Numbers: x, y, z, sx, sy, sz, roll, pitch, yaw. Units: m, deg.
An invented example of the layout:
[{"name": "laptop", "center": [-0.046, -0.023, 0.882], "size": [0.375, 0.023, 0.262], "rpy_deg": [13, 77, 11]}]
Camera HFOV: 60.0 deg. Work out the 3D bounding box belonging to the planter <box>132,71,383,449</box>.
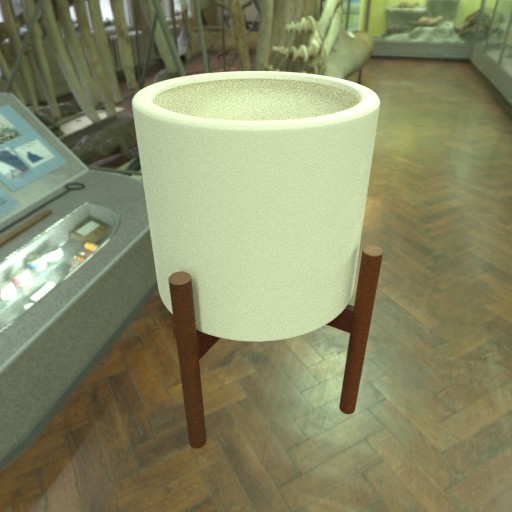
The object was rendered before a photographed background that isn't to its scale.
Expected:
[{"name": "planter", "center": [0.000, 0.000, 0.503], "size": [0.224, 0.358, 0.224], "rpy_deg": [-8, 33, -12]}]
